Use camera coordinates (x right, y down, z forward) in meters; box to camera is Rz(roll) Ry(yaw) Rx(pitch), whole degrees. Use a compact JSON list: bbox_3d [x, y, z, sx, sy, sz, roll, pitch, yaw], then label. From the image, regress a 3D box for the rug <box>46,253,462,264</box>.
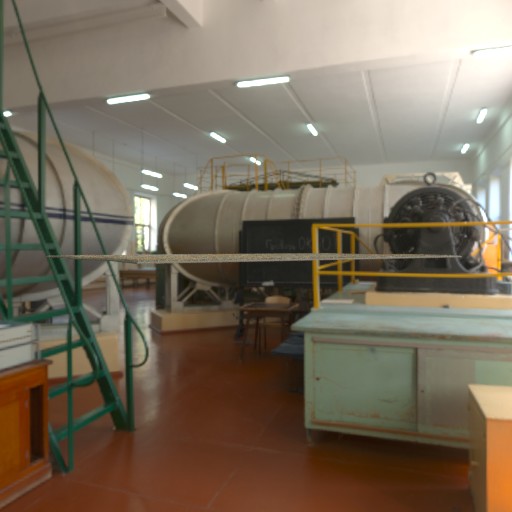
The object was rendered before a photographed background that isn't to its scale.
[{"bbox_3d":[0.000,0.000,3.978,3.063,0.024,2.158,-1,1,-36],"label":"rug"}]
